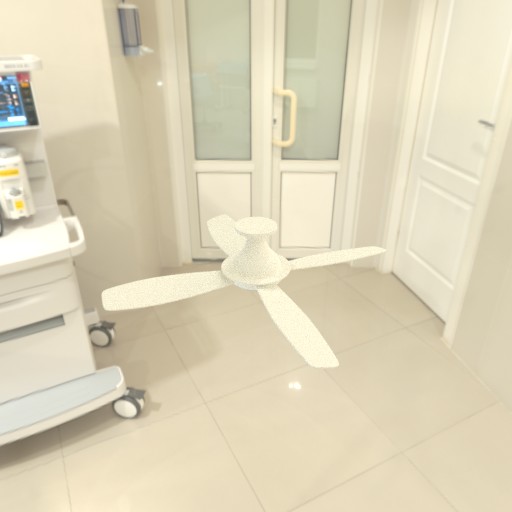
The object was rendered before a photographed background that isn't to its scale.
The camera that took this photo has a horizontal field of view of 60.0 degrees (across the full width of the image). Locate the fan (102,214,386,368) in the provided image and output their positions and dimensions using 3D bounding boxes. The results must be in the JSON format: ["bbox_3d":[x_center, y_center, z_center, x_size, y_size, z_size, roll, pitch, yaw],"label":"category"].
[{"bbox_3d":[0.000,0.000,2.496,1.693,0.382,1.694,-10,30,-18],"label":"fan"}]
